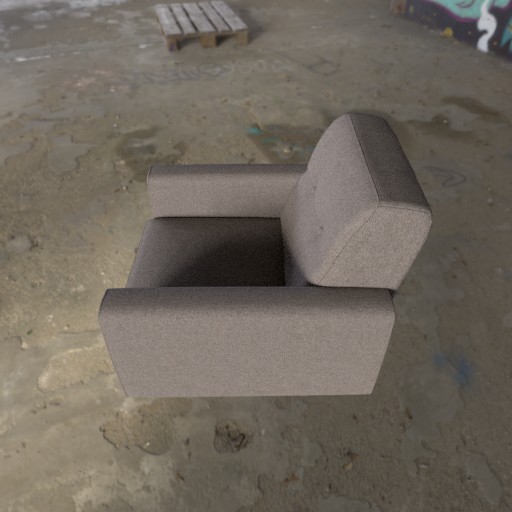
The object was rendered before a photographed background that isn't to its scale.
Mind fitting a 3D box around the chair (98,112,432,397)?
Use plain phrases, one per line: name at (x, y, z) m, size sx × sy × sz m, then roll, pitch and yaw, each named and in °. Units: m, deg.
chair at (0.000, 0.000, 1.581) m, size 0.907 × 0.839 × 0.831 m, roll 0°, pitch 41°, yaw 0°
